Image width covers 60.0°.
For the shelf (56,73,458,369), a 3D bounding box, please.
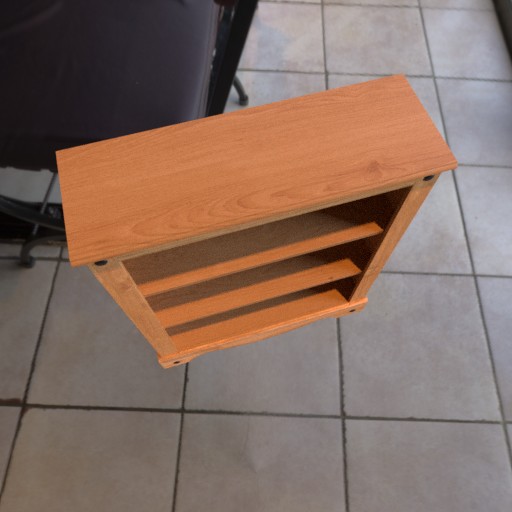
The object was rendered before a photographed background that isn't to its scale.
[{"bbox_3d":[0.000,0.000,1.415,0.840,0.980,0.291,-15,65,-7],"label":"shelf"}]
